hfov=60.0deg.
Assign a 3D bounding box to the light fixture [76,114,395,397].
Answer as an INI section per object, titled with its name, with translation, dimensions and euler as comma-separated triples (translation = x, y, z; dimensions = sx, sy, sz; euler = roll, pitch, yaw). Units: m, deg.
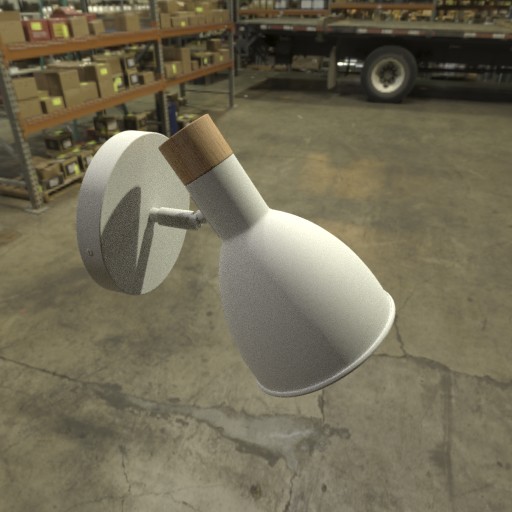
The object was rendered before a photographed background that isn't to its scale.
[light fixture]
translation = 0.000, 0.000, 0.330
dimensions = 0.209, 0.199, 0.127
euler = 10, 32, 16
